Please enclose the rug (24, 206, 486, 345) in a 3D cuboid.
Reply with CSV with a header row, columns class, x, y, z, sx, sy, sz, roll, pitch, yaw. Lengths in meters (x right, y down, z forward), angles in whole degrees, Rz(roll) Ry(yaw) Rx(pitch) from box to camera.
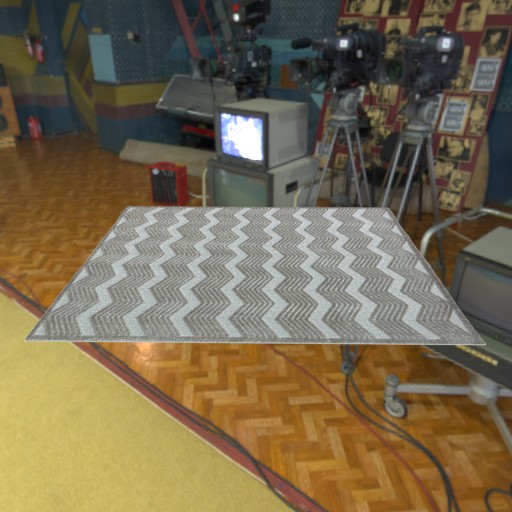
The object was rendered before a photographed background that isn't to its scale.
class,x,y,z,sx,sy,sz,roll,pitch,yaw
rug,0.000,0.000,3.819,2.880,0.005,2.391,0,27,1
